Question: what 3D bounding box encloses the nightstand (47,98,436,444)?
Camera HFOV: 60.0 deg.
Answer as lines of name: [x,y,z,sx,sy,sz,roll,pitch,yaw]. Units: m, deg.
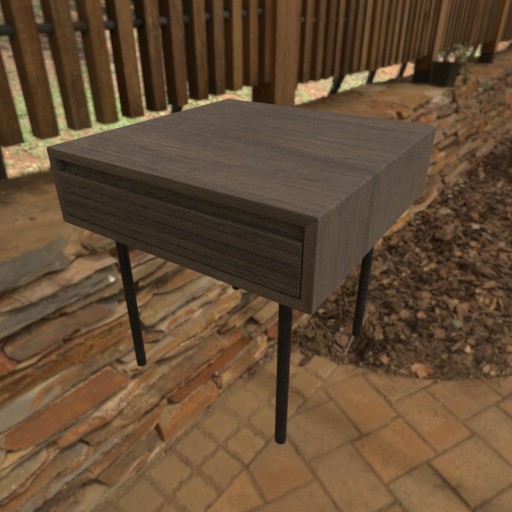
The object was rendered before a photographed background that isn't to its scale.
nightstand: [0.000,0.000,0.915,0.502,0.497,0.503,18,35,29]
